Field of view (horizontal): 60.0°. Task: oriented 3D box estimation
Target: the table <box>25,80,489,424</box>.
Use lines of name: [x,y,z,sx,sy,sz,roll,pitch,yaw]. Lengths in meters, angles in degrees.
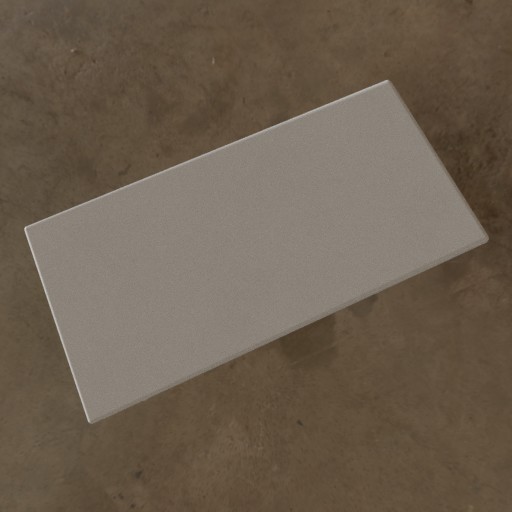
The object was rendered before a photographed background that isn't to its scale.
table: [0.000,0.000,1.465,1.171,0.487,0.580,-24,76,-6]
